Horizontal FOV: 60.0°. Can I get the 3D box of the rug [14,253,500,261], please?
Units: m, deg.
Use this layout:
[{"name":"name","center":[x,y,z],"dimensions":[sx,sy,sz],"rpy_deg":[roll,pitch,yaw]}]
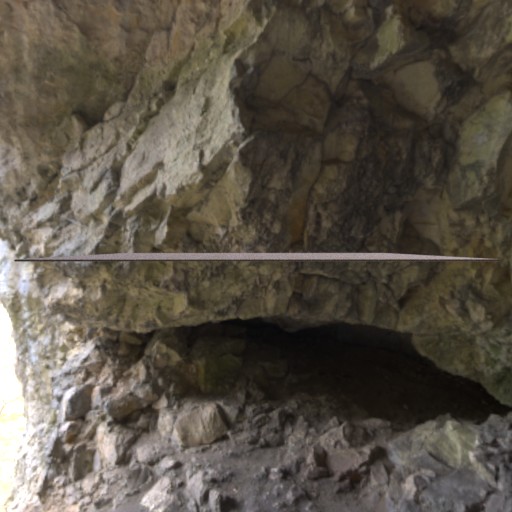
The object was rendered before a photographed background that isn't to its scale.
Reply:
[{"name":"rug","center":[0.000,0.000,3.779],"dimensions":[2.894,0.013,2.286],"rpy_deg":[0,1,-1]}]
